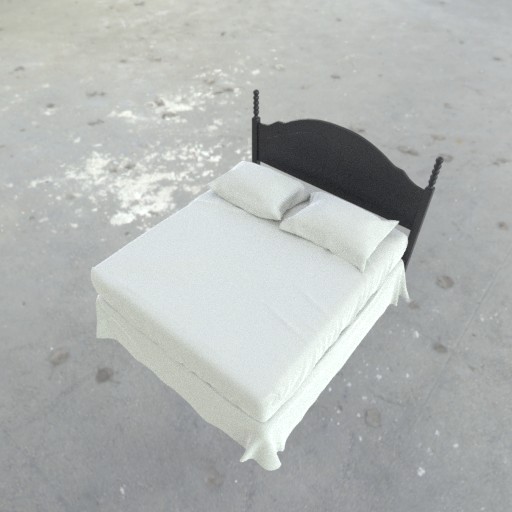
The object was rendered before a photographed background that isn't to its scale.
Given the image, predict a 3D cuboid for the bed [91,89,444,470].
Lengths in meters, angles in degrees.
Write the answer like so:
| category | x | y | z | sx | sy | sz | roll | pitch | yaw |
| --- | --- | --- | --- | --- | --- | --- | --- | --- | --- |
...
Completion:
| category | x | y | z | sx | sy | sz | roll | pitch | yaw |
| --- | --- | --- | --- | --- | --- | --- | --- | --- | --- |
| bed | 0.000 | 0.000 | 3.267 | 1.873 | 1.356 | 2.040 | 30 | 53 | 26 |
